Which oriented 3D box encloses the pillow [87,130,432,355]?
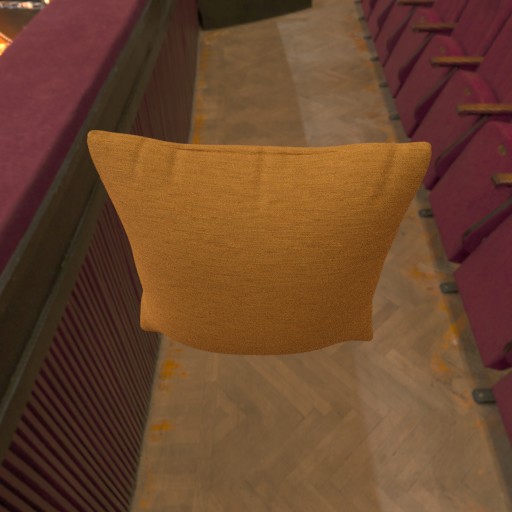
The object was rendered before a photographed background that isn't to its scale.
[{"bbox_3d":[0.000,0.000,0.693,0.435,0.417,0.247,3,46,2],"label":"pillow"}]
